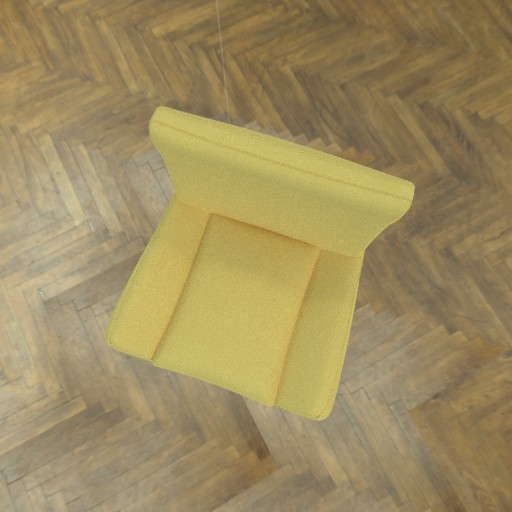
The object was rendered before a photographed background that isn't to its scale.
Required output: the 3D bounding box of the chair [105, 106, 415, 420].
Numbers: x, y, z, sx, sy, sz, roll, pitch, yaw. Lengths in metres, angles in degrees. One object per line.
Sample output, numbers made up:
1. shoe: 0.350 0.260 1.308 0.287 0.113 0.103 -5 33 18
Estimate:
1. chair: 0.000 0.000 1.690 0.859 0.855 1.008 18 76 5
